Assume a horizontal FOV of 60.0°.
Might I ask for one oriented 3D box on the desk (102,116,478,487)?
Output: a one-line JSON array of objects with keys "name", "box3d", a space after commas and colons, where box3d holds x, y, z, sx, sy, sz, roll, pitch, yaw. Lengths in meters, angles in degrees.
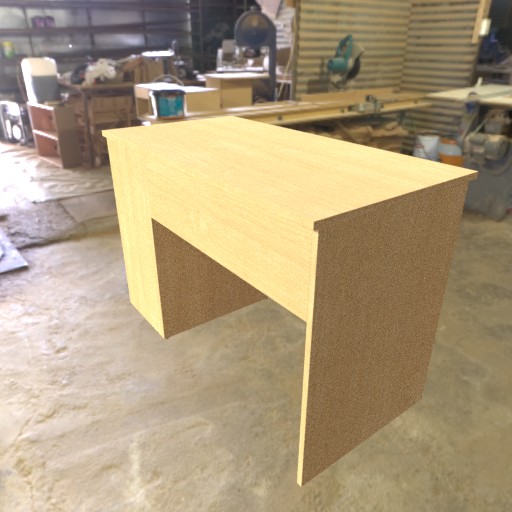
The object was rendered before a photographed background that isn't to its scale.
[{"name": "desk", "box3d": [0.000, 0.000, 1.506, 0.560, 0.735, 1.097, -18, 32, -33]}]
